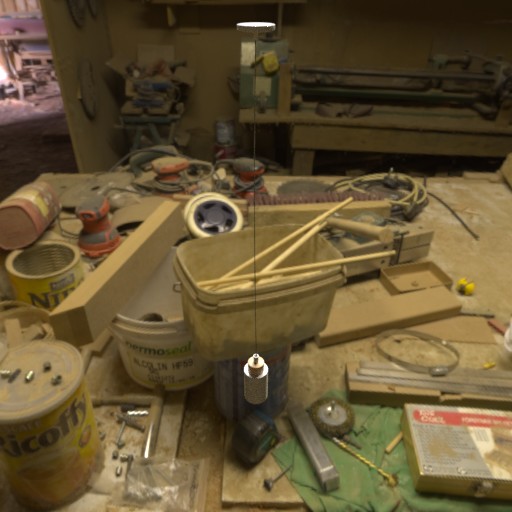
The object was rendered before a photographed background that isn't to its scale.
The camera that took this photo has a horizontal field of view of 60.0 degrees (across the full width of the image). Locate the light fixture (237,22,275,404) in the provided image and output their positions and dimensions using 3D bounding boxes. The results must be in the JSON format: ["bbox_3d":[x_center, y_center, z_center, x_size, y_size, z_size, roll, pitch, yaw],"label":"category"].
[{"bbox_3d":[0.000,0.000,1.932,0.125,1.798,0.125,1,33,1],"label":"light fixture"}]
